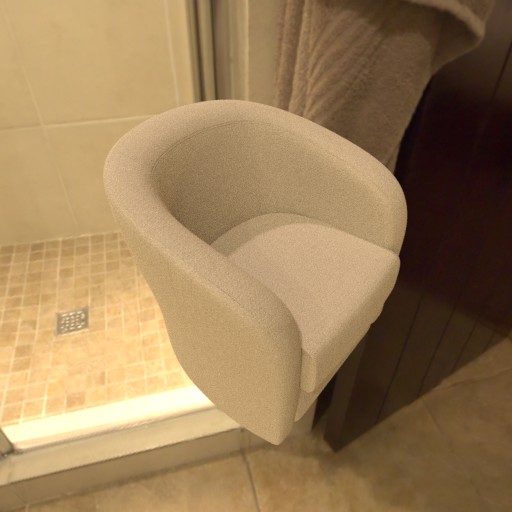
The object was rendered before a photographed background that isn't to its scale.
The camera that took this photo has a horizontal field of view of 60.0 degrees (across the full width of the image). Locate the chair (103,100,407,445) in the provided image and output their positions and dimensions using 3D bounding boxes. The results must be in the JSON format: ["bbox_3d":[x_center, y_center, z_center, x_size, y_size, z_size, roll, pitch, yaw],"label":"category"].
[{"bbox_3d":[0.000,0.000,1.462,0.815,0.771,0.791,27,48,28],"label":"chair"}]
